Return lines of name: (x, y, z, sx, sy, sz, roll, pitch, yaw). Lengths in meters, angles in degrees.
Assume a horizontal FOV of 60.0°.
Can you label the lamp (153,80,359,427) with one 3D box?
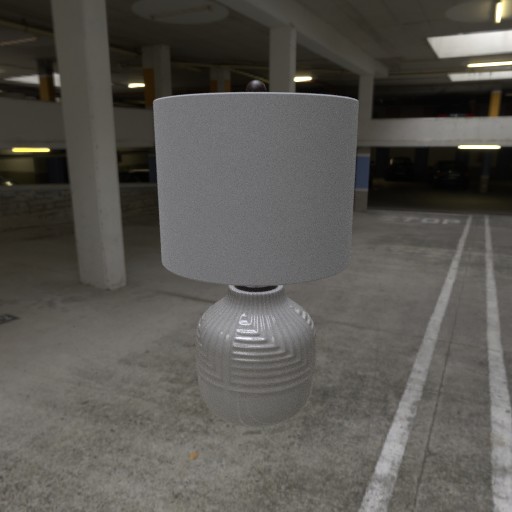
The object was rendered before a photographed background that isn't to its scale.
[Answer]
lamp: (0.000, 0.000, 0.763, 0.318, 0.567, 0.318, 0, 14, 0)
